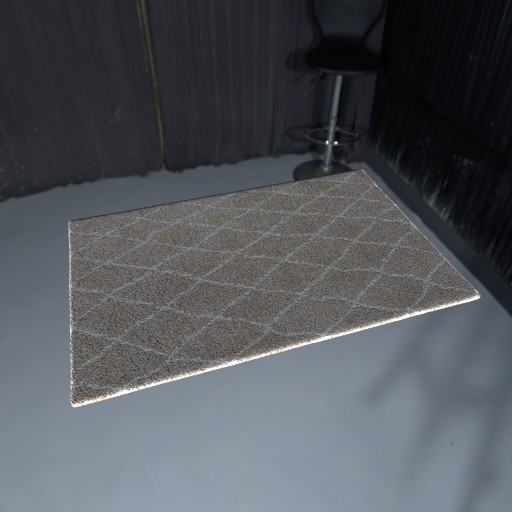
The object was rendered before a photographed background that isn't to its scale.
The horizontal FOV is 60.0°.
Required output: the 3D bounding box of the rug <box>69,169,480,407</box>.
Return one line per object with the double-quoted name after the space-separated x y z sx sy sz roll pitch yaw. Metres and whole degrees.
0.000 0.000 3.415 2.743 0.030 1.778 -12 44 -13 "rug"
